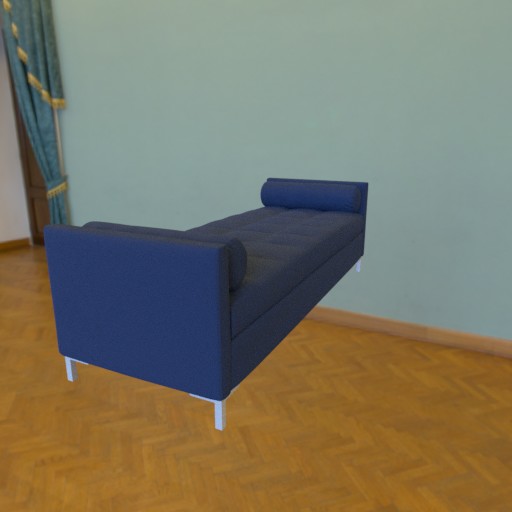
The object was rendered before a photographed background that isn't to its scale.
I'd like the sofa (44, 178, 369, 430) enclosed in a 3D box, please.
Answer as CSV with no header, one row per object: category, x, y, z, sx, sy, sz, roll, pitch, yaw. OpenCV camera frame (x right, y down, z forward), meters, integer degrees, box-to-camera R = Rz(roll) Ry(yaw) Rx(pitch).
sofa,0.000,0.000,2.475,0.797,0.657,2.102,7,17,25
